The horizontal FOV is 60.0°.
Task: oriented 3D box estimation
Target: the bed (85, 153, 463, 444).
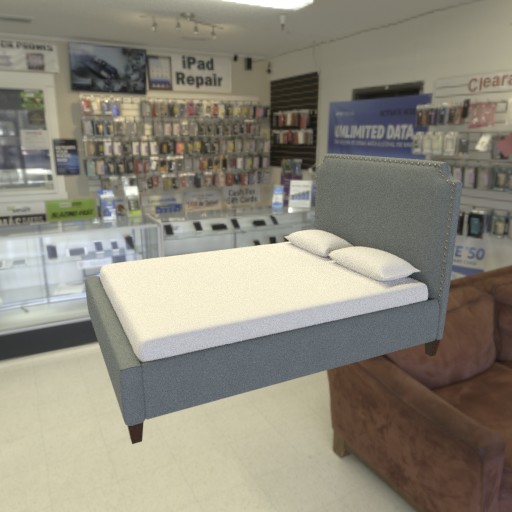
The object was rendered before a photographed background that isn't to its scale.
[{"bbox_3d":[0.000,0.000,3.411,2.372,1.443,1.712,-8,17,-25],"label":"bed"}]
